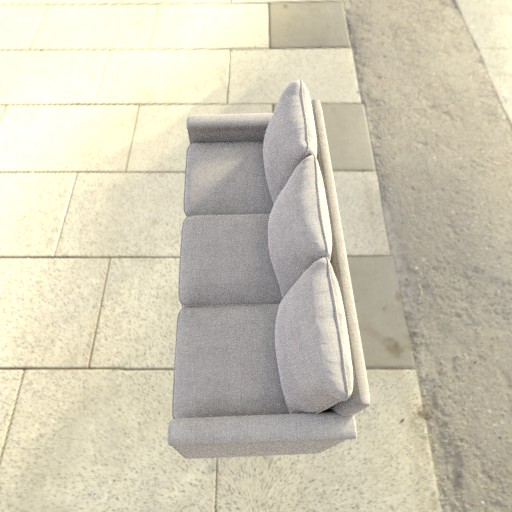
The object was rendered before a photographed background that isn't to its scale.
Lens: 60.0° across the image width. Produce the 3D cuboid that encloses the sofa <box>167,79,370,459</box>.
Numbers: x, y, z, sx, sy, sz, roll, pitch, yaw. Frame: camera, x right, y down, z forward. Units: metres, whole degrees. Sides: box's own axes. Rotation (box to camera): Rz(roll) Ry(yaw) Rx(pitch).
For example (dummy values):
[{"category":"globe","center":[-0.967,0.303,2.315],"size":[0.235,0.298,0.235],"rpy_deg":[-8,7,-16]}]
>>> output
[{"category":"sofa","center":[0.000,0.000,2.402],"size":[0.828,0.959,1.925],"rpy_deg":[-2,59,-1]}]
